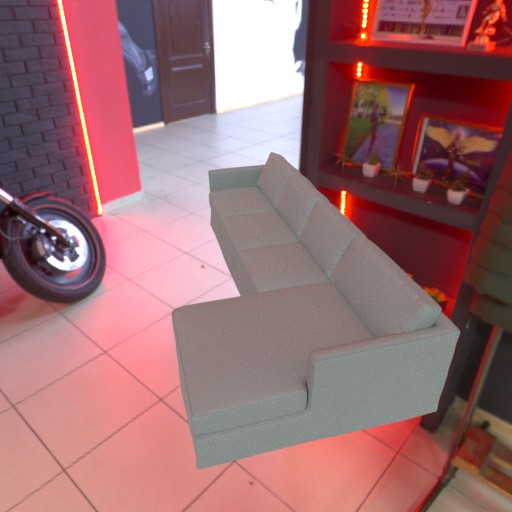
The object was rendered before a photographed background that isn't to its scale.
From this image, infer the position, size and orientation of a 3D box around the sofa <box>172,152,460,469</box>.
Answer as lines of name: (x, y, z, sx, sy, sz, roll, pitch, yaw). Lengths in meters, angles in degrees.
sofa: (0.000, 0.000, 3.837, 1.622, 0.867, 3.177, -8, 31, -14)
